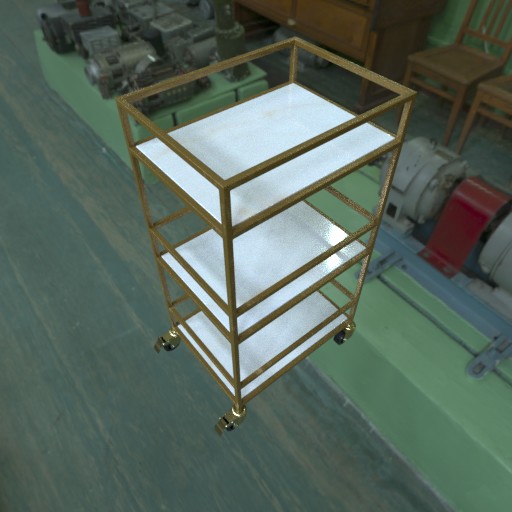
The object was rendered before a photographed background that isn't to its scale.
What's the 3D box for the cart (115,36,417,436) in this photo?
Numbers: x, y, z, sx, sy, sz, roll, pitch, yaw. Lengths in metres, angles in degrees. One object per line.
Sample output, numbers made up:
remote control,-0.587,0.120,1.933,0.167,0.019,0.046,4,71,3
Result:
cart,0.000,0.000,1.010,0.483,0.761,0.332,-31,54,-25
